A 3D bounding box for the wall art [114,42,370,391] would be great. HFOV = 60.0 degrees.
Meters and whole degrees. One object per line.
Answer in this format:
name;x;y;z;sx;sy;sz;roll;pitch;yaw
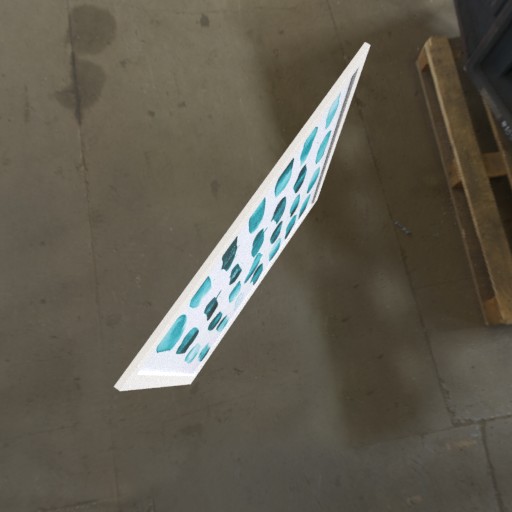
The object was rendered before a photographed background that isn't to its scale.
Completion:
wall art;0.000;0.000;0.827;0.009;0.559;0.558;33;77;9
